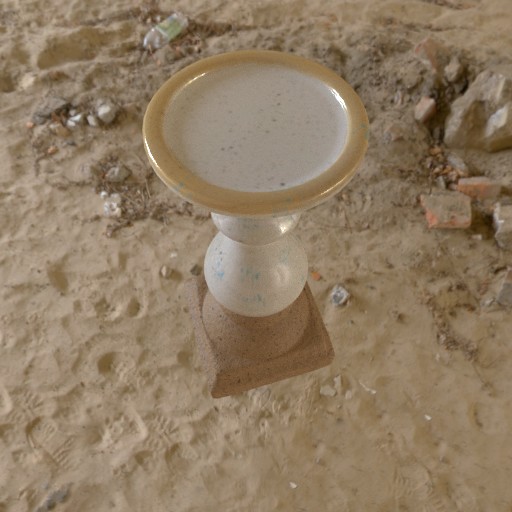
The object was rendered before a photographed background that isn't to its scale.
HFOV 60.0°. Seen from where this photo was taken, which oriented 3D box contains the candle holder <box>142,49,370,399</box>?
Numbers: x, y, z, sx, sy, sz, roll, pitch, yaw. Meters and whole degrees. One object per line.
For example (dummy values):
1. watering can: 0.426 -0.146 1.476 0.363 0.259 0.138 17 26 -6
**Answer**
1. candle holder: 0.000 0.000 0.299 0.110 0.239 0.110 -14 60 -9
